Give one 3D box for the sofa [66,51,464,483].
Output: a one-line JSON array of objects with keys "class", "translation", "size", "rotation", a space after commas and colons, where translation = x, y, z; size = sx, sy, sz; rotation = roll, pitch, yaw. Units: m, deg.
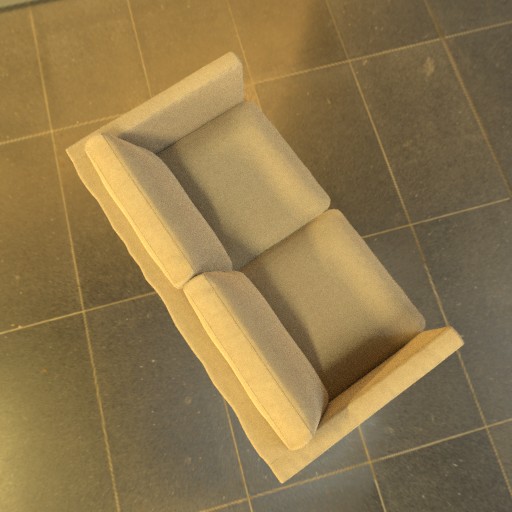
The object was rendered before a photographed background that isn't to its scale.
[{"class": "sofa", "translation": [0.000, 0.000, 2.172], "size": [0.962, 0.835, 1.719], "rotation": [-34, 78, -8]}]
